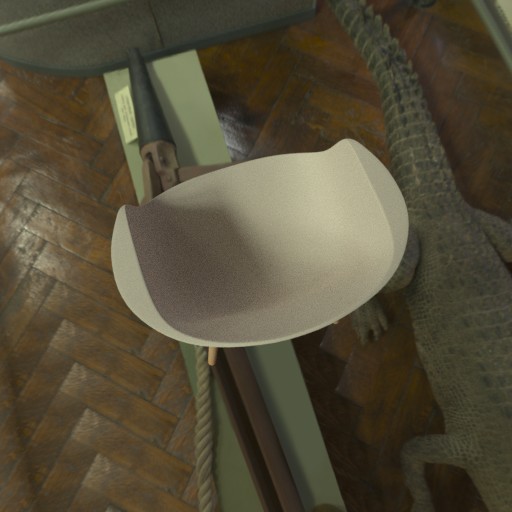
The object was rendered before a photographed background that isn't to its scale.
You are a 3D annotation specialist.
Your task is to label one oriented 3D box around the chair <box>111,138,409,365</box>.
[{"bbox_3d":[0.000,0.000,1.164,0.593,0.781,0.504,-18,75,-5],"label":"chair"}]
